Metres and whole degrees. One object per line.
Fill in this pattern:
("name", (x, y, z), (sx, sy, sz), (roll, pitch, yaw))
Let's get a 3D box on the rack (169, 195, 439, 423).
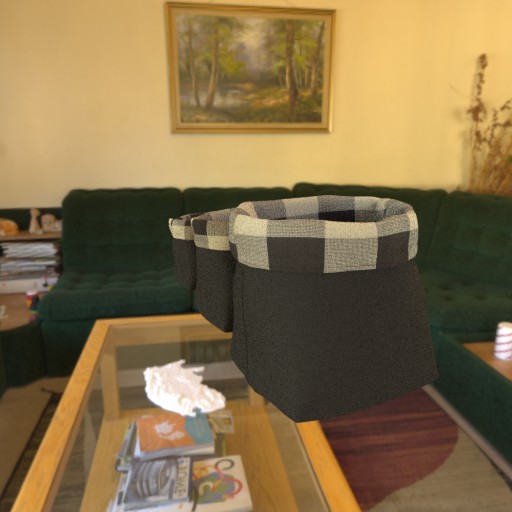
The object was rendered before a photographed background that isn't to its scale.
("rack", (0.000, 0.000, 1.089), (0.370, 0.329, 0.889), (-8, 17, -26))
